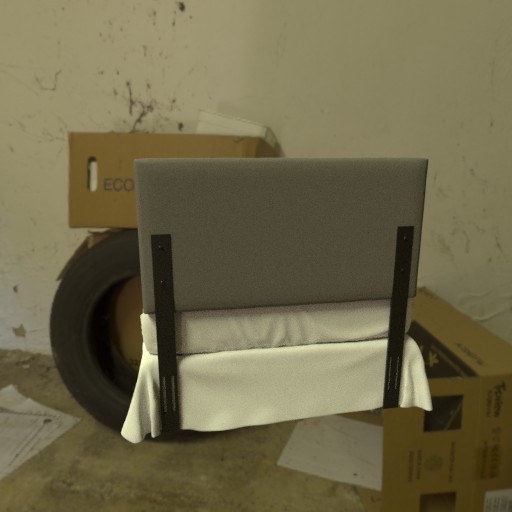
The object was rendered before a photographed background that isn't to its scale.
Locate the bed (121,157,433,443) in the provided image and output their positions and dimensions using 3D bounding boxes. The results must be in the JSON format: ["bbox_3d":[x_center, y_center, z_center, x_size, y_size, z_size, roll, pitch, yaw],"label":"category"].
[{"bbox_3d":[0.000,0.000,3.521,1.936,1.577,2.222,-2,14,-10],"label":"bed"}]
